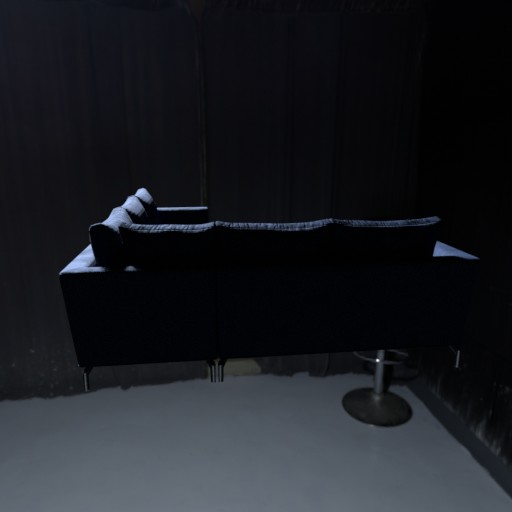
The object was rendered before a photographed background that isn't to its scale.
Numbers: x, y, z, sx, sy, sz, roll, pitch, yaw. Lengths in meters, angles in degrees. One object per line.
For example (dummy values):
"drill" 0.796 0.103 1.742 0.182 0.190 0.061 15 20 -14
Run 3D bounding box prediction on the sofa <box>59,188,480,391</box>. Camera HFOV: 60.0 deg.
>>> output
"sofa" 0.000 0.000 3.794 2.472 0.988 2.463 -2 14 -7
